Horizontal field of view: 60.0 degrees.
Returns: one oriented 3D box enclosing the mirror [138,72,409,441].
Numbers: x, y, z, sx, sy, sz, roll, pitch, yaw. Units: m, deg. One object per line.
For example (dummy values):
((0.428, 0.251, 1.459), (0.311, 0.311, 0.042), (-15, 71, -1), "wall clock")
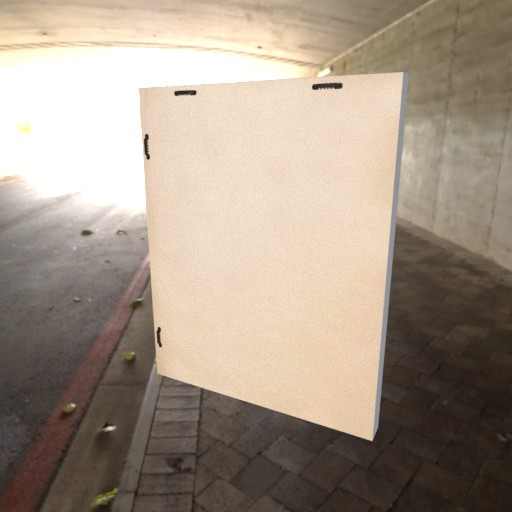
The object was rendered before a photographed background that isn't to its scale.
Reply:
((0.000, 0.000, 0.690), (0.405, 0.508, 0.041), (8, 18, 27), "mirror")
